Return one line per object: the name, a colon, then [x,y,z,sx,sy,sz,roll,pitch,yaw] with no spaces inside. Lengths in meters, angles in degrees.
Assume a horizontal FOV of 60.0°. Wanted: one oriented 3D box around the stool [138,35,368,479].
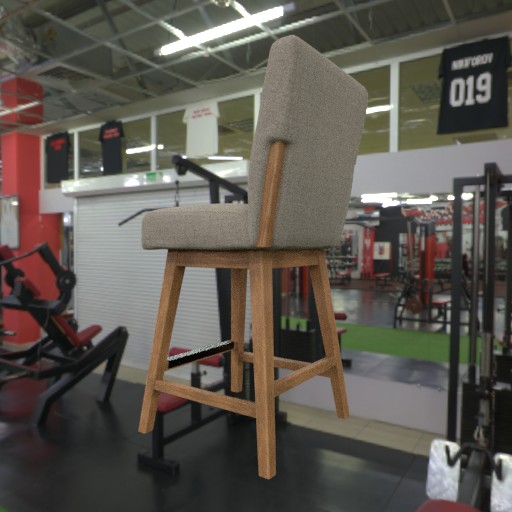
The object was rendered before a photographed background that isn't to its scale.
stool: [0.000,0.000,1.302,0.526,1.010,0.459,1,2,35]
